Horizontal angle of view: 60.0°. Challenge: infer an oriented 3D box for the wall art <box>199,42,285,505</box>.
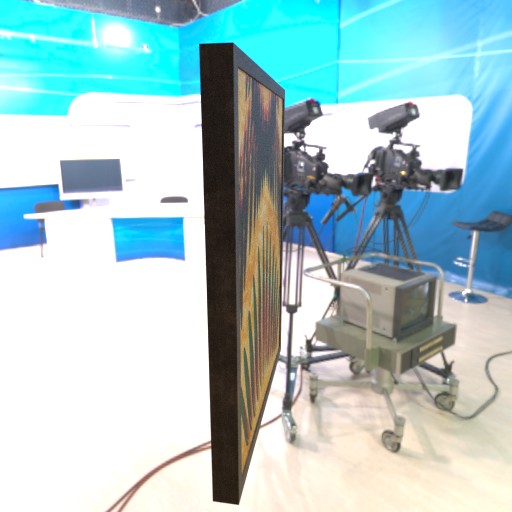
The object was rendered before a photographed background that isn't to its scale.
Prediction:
[{"bbox_3d":[0.000,0.000,0.530,0.027,0.406,0.329,3,15,10],"label":"wall art"}]
